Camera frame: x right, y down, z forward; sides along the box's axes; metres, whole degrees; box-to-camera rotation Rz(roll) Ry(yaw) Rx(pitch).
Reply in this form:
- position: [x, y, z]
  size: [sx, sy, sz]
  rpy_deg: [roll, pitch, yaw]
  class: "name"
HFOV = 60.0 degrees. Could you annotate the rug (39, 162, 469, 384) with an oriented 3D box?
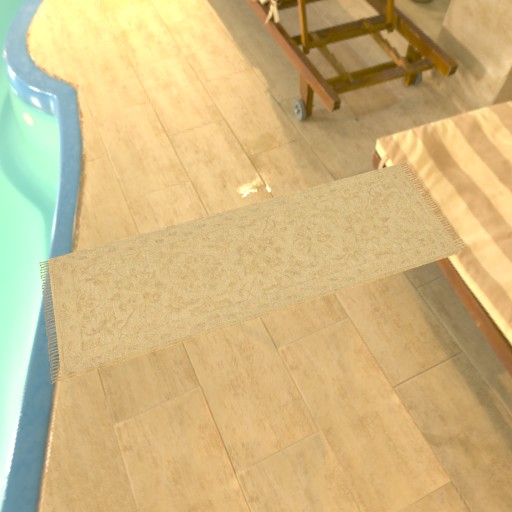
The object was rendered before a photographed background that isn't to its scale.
- position: [0.000, 0.000, 2.747]
  size: [2.544, 0.015, 0.795]
  rpy_deg: [-16, 59, -10]
  class: "rug"
